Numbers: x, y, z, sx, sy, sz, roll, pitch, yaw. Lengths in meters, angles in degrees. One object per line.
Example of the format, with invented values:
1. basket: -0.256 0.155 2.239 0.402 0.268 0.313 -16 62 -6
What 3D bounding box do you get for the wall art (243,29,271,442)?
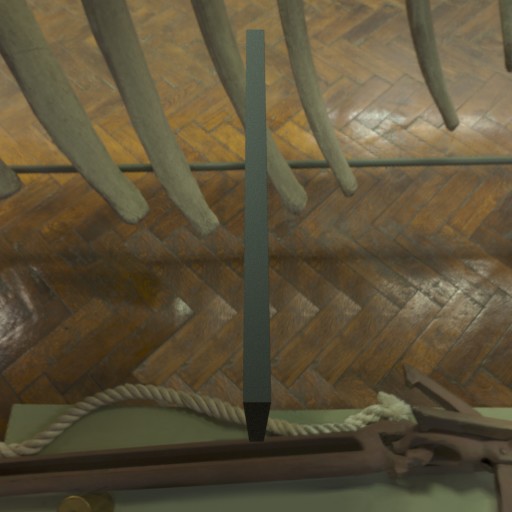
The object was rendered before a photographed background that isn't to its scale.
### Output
1. wall art: 0.000 0.000 0.769 0.028 0.460 0.561 0 63 0
